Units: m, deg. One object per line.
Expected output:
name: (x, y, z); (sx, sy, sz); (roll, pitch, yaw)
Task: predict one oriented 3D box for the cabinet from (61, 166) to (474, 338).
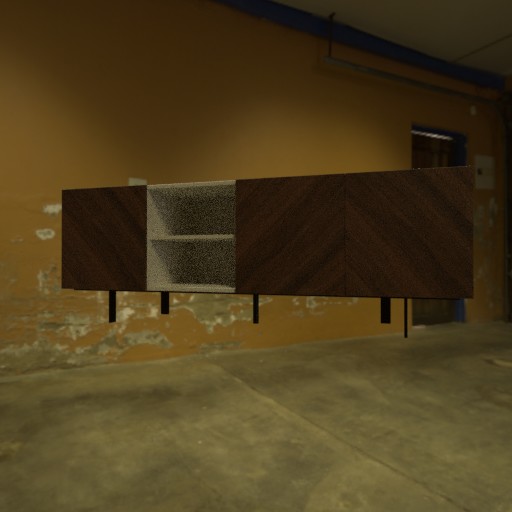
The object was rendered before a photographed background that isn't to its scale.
cabinet: (0.000, 0.000, 1.755); (1.499, 0.533, 0.431); (0, 0, 18)
